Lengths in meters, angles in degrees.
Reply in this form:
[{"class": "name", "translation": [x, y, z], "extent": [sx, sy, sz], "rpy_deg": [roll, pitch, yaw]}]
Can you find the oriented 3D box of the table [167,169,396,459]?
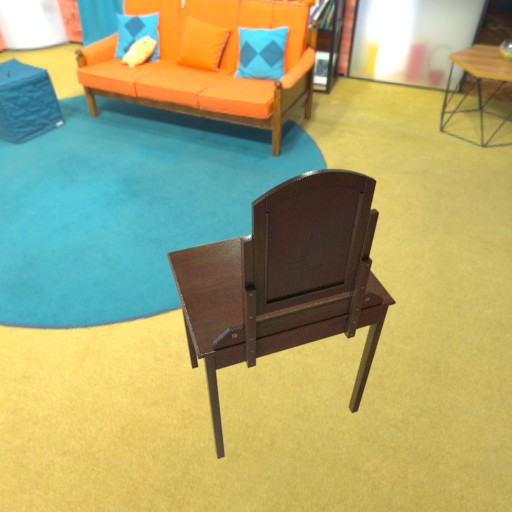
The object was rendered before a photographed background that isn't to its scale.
[{"class": "table", "translation": [0.000, 0.000, 2.278], "extent": [0.876, 1.631, 1.211], "rpy_deg": [-13, 43, -14]}]
